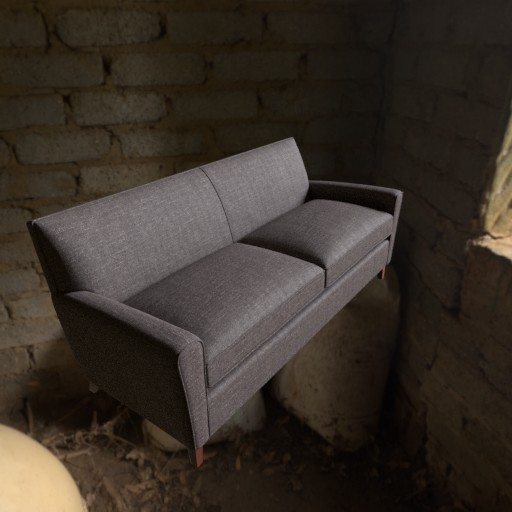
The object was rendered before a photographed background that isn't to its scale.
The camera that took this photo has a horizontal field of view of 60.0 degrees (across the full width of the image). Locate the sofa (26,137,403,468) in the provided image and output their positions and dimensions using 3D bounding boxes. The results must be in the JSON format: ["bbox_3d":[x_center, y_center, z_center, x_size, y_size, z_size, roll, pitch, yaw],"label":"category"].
[{"bbox_3d":[0.000,0.000,2.393,0.875,0.846,1.976,19,33,32],"label":"sofa"}]
